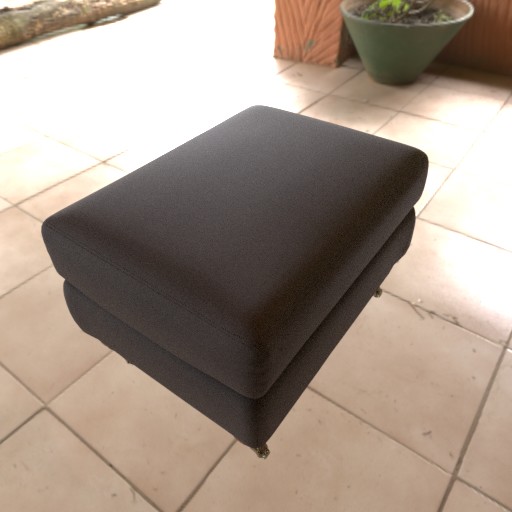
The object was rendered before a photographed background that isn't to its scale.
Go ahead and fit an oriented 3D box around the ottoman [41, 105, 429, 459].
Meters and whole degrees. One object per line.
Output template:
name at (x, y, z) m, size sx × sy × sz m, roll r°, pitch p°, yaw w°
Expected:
ottoman at (0.000, 0.000, 1.124) m, size 0.574 × 0.497 × 0.773 m, roll 25°, pitch 47°, yaw 26°
